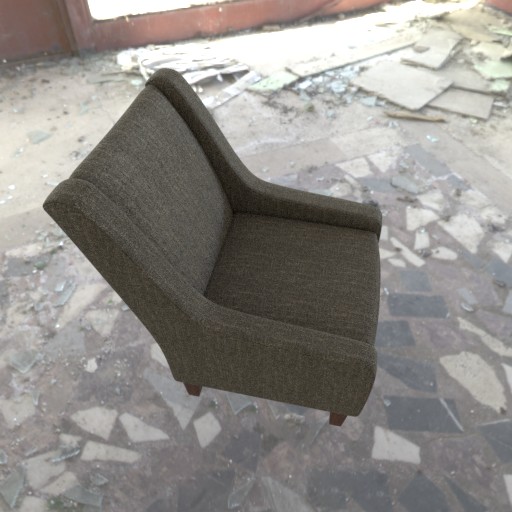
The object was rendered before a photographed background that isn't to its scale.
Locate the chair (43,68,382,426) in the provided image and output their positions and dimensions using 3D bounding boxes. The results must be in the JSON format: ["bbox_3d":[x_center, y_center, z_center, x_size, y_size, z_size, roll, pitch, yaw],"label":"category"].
[{"bbox_3d":[0.000,0.000,1.650,0.944,1.012,0.793,9,47,8],"label":"chair"}]
